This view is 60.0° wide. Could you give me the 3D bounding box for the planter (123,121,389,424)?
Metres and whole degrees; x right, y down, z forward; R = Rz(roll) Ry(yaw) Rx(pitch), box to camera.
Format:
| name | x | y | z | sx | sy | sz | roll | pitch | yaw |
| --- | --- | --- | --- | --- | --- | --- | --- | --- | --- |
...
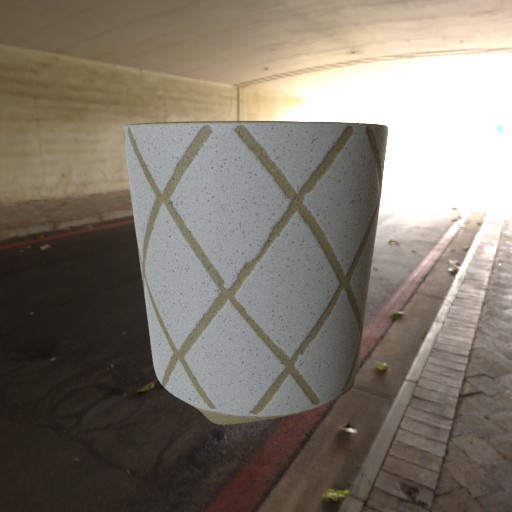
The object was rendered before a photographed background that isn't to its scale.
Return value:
| name | x | y | z | sx | sy | sz | roll | pitch | yaw |
| --- | --- | --- | --- | --- | --- | --- | --- | --- | --- |
| planter | 0.000 | 0.000 | 0.355 | 0.191 | 0.199 | 0.191 | 0 | 14 | 0 |
